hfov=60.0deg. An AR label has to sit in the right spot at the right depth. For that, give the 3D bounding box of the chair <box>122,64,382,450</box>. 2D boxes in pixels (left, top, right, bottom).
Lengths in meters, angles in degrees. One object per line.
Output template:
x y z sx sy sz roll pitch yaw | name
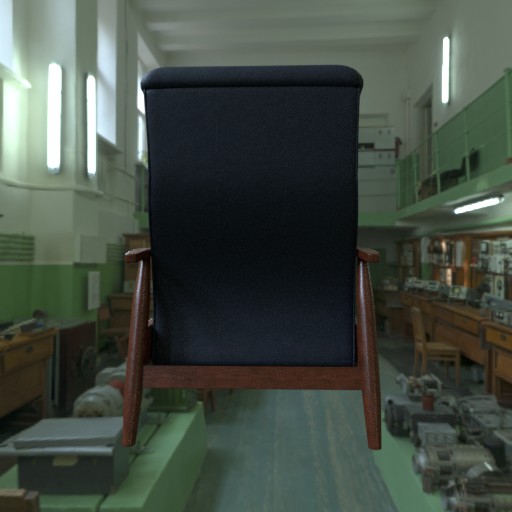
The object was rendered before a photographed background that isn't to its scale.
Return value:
0.000 0.000 1.734 0.762 1.082 1.014 0 0 2 | chair
